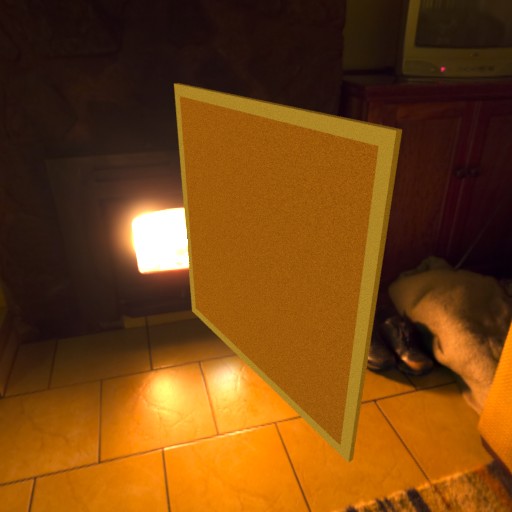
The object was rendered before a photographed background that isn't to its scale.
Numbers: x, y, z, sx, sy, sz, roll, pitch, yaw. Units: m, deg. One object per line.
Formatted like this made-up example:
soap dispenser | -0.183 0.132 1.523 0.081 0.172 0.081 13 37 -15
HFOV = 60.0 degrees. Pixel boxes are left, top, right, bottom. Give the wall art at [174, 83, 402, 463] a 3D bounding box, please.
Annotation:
wall art | 0.000 0.000 0.681 0.009 0.457 0.456 -18 33 -31
